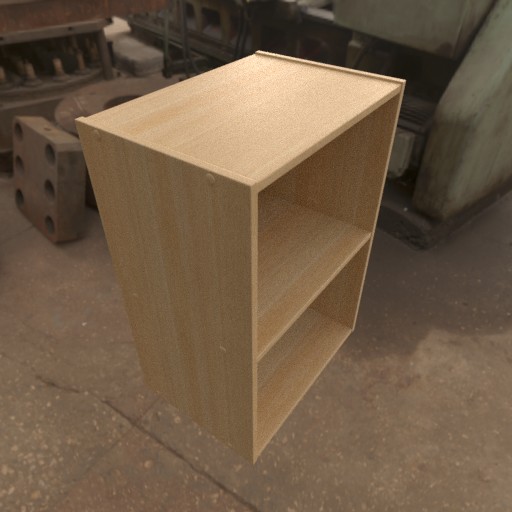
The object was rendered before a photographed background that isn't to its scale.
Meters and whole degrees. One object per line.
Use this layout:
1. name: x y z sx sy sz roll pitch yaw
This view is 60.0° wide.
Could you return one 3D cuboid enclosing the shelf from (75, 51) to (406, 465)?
1. shelf: 0.000 0.000 0.830 0.290 0.592 0.414 25 45 27
